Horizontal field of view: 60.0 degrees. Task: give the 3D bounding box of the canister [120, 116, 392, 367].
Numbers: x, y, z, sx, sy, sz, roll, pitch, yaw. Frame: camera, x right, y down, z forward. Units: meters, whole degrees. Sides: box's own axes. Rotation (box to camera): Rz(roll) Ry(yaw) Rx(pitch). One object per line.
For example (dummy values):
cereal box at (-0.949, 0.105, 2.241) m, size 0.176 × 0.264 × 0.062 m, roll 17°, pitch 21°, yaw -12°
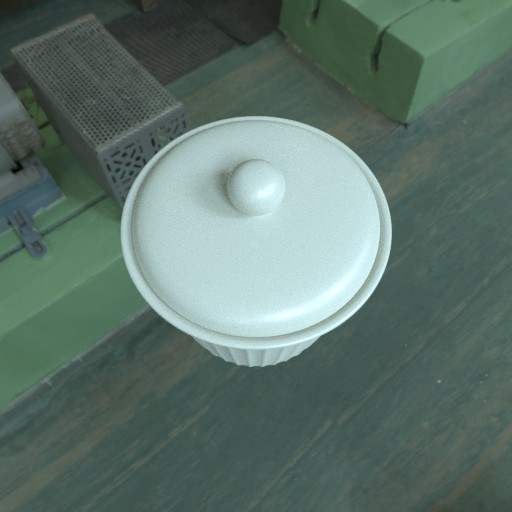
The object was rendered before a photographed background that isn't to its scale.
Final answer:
canister at (0.000, 0.000, 0.350) m, size 0.181 × 0.211 × 0.181 m, roll 0°, pitch 63°, yaw 0°
